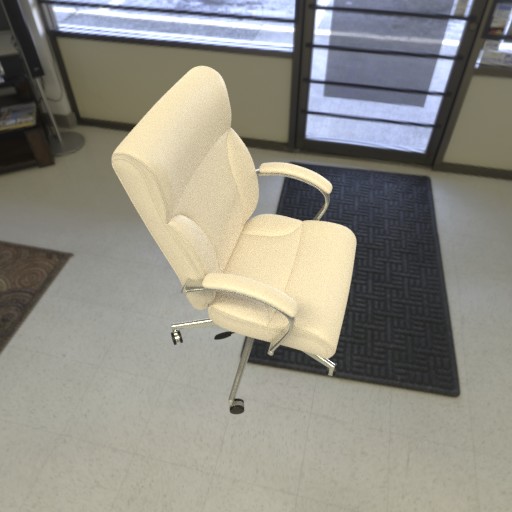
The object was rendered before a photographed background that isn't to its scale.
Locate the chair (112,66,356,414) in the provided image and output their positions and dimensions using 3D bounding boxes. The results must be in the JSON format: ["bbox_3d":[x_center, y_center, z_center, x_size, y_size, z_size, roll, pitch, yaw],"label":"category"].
[{"bbox_3d":[0.000,0.000,1.617,0.745,1.099,0.727,12,47,11],"label":"chair"}]
